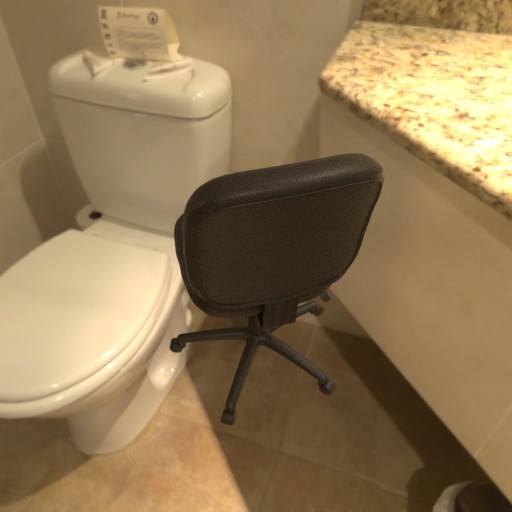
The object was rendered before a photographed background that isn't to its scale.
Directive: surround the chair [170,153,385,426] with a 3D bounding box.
[{"bbox_3d":[0.000,0.000,1.413,0.647,0.959,0.646,-12,44,-13],"label":"chair"}]
